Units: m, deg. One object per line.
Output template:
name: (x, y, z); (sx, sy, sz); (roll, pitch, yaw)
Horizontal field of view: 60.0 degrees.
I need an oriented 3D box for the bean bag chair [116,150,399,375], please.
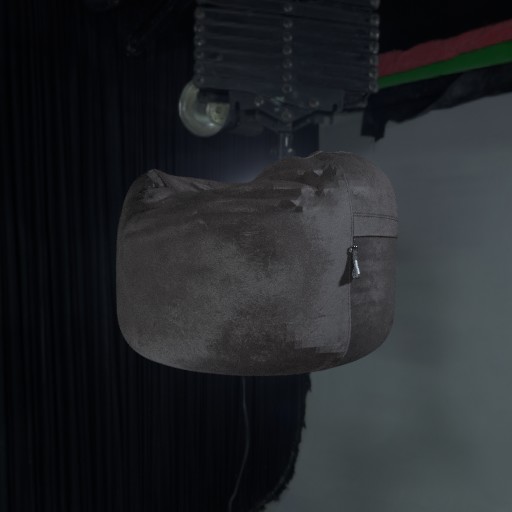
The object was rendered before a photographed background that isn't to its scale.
bean bag chair: (0.000, 0.000, 1.491); (0.918, 0.605, 0.918); (0, 1, 0)
